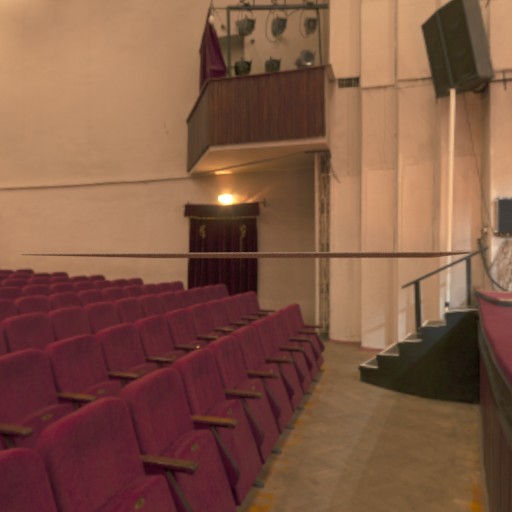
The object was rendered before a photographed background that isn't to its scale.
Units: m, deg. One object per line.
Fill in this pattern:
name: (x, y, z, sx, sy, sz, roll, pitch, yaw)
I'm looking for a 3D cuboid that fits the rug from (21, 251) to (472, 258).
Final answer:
rug: (0.000, 0.000, 2.186, 1.749, 0.015, 1.141, 0, -1, 16)
